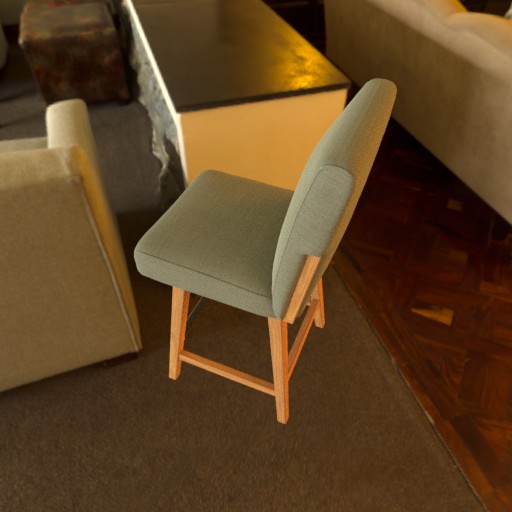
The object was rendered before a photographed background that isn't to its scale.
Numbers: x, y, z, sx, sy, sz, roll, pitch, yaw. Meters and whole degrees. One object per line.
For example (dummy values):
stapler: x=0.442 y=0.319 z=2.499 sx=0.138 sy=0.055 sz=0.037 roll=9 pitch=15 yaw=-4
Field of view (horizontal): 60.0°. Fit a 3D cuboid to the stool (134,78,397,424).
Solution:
stool: x=0.000 y=0.000 z=1.338 sx=0.570 sy=1.019 sz=0.459 roll=17 pitch=47 yaw=16
